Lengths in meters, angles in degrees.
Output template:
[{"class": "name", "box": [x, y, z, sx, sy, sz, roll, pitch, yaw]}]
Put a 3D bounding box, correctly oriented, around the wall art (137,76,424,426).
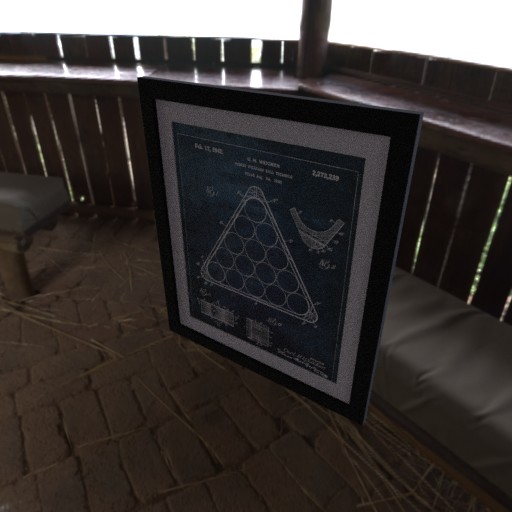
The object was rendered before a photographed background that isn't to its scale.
[{"class": "wall art", "box": [0.000, 0.000, 0.511, 0.311, 0.361, 0.010, 19, 36, 29]}]
